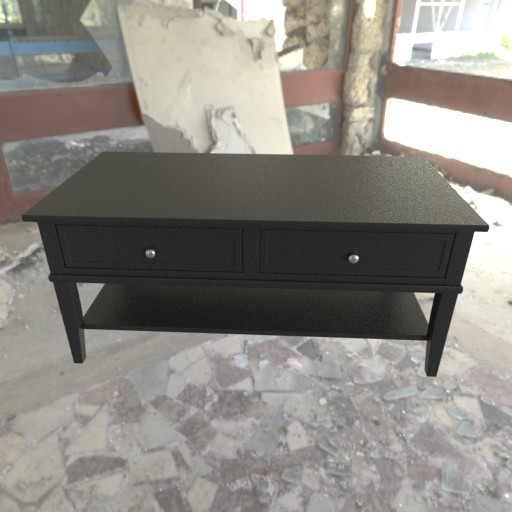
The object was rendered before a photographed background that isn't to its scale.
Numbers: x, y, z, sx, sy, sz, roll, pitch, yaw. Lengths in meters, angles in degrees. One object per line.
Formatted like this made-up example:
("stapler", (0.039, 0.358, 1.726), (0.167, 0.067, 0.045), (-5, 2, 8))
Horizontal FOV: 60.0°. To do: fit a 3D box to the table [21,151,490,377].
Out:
("table", (0.000, 0.000, 1.326), (1.044, 0.470, 0.523), (1, 29, 3))
